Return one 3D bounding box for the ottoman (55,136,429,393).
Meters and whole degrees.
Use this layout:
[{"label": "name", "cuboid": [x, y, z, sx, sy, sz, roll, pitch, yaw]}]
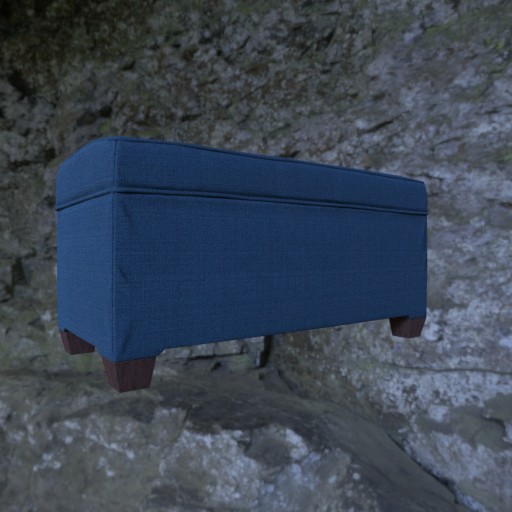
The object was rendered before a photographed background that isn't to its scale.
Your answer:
[{"label": "ottoman", "cuboid": [0.000, 0.000, 1.204, 0.943, 0.474, 0.474, 0, 1, -36]}]
